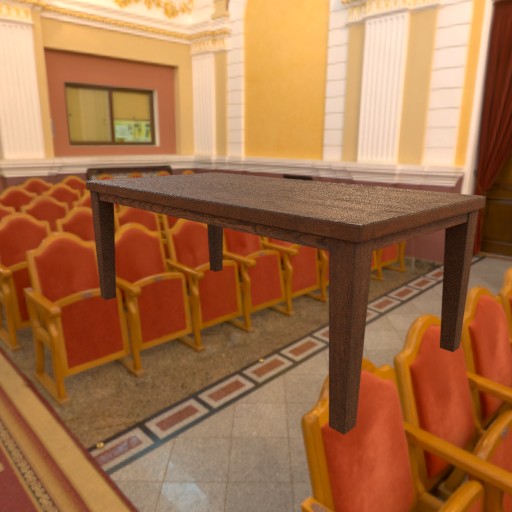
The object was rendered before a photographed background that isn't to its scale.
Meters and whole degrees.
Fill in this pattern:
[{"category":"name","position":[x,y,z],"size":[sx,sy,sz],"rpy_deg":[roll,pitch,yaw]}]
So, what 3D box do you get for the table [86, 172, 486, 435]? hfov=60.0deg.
[{"category":"table","position":[0.000,0.000,2.475],"size":[1.016,0.762,1.981],"rpy_deg":[-14,20,-42]}]
